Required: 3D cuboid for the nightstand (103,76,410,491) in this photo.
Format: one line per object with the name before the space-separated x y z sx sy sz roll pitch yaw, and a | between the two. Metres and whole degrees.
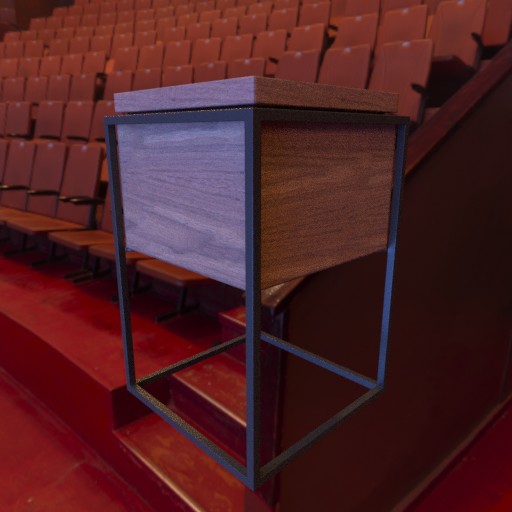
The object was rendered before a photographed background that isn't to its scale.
nightstand | 0.000 0.000 0.879 0.397 0.607 0.397 -15 21 -42
